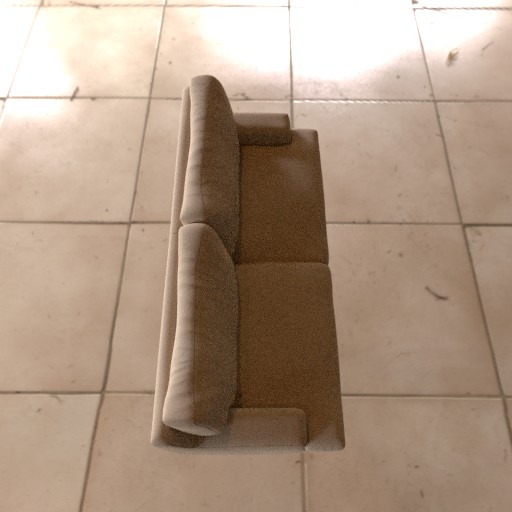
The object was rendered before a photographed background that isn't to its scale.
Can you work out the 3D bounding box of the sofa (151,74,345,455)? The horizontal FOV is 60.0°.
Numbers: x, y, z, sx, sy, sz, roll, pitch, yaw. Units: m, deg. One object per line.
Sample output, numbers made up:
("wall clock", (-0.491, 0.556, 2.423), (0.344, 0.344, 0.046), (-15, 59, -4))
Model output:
("sofa", (0.000, 0.000, 2.639), (0.929, 0.925, 2.147), (0, 64, 0))
